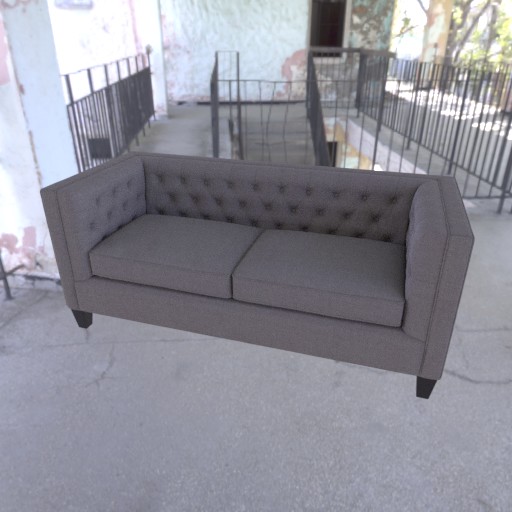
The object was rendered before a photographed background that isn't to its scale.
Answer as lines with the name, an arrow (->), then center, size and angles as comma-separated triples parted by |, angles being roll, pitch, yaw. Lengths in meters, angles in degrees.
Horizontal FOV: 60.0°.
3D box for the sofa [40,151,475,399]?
sofa -> 0.000, 0.000, 2.212 | 1.778, 0.762, 0.775 | 8, 28, 15
